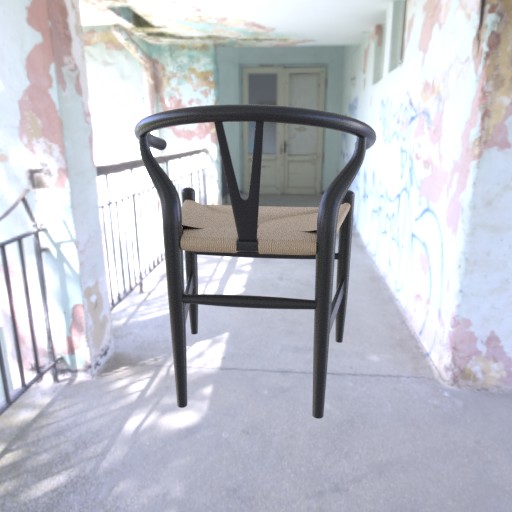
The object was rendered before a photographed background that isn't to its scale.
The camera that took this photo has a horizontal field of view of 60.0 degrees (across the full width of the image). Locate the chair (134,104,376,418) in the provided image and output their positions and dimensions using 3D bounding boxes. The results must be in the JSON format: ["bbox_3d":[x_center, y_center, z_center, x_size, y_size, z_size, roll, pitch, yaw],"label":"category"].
[{"bbox_3d":[0.000,0.000,1.176,0.570,0.739,0.570,2,17,7],"label":"chair"}]
